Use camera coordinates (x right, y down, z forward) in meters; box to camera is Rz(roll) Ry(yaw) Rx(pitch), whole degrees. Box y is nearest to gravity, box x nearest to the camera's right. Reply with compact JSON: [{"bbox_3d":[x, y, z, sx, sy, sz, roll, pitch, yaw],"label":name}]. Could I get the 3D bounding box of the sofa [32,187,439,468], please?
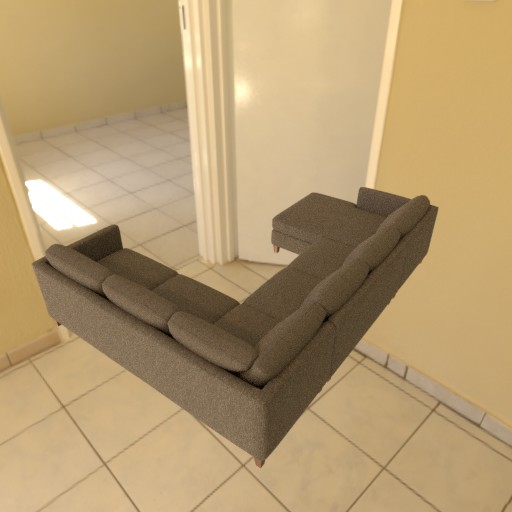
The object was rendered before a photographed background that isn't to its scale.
[{"bbox_3d":[0.000,0.000,4.439,2.551,0.853,3.238,22,39,30],"label":"sofa"}]
